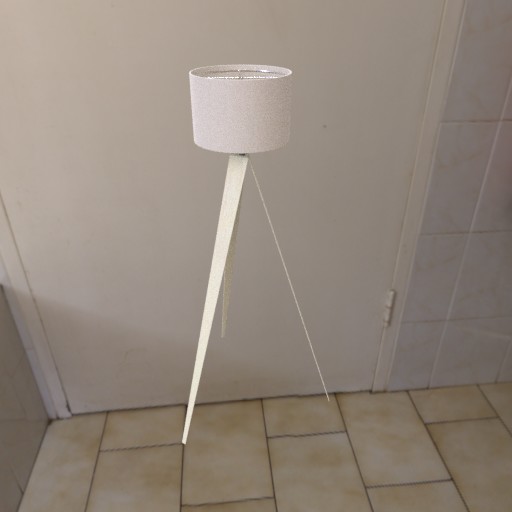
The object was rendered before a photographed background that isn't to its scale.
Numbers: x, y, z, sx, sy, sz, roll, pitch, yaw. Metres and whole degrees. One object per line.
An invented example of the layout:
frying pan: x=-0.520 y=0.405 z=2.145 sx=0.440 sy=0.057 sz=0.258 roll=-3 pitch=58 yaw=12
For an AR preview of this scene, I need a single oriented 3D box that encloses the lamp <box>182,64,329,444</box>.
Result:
lamp: x=0.000 y=0.000 z=1.945 sx=0.716 sy=1.524 sz=0.724 roll=-2 pitch=31 yaw=-3
